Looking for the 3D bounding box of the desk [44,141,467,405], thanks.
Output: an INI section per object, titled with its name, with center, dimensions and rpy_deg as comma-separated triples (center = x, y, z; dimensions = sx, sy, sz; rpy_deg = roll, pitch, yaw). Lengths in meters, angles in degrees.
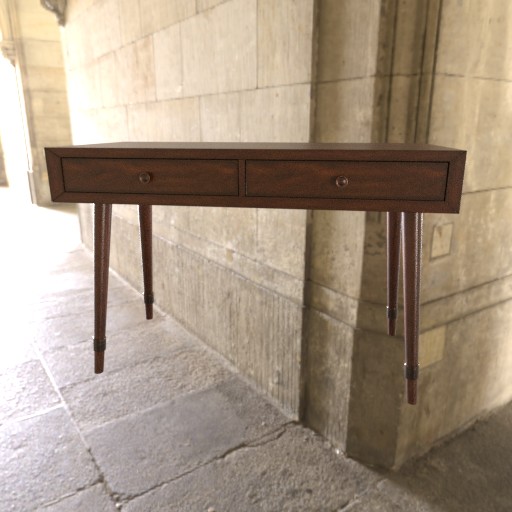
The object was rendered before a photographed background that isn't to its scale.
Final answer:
[desk]
center = 0.000, 0.000, 2.120
dimensions = 1.577, 1.031, 0.734
rpy_deg = 3, 16, 9
